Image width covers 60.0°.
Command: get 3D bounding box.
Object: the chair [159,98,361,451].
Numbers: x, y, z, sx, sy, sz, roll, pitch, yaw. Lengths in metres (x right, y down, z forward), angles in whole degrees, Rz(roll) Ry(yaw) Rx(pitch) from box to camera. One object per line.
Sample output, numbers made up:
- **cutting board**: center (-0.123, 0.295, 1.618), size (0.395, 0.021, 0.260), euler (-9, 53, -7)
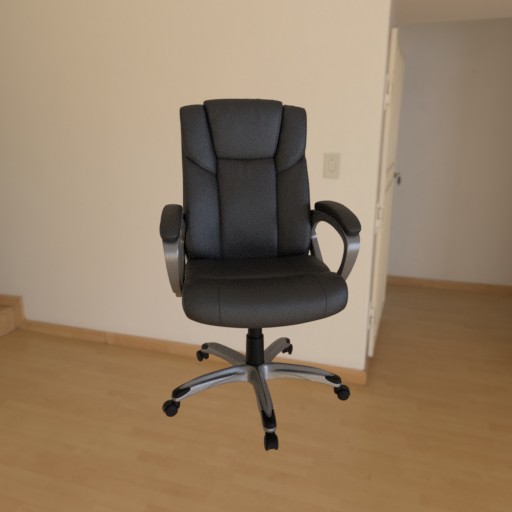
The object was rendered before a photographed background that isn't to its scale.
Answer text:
- **chair**: center (0.000, 0.000, 1.619), size (0.721, 1.130, 0.719), euler (-2, 16, -7)
